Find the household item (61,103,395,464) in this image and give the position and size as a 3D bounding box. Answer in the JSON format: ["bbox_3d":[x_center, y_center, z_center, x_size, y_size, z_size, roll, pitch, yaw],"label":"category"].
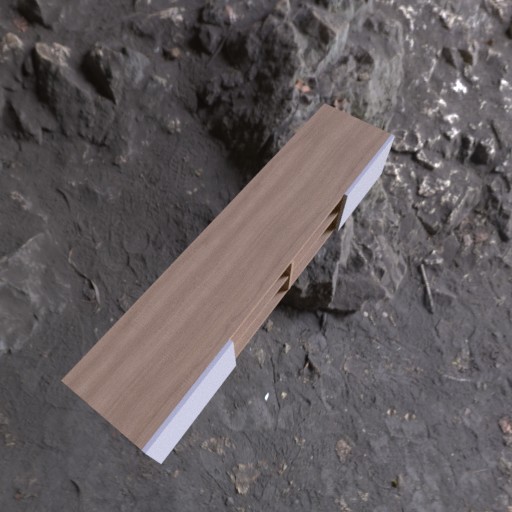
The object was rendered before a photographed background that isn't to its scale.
[{"bbox_3d":[0.000,0.000,2.076,0.420,0.310,1.850,32,64,18],"label":"household item"}]
